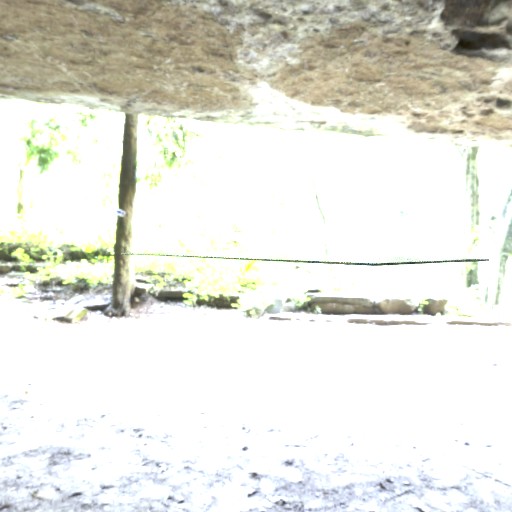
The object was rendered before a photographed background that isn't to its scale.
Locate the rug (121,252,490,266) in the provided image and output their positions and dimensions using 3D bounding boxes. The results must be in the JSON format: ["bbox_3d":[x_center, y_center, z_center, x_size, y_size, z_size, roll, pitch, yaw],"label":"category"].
[{"bbox_3d":[0.000,0.000,1.671,0.503,0.007,1.492,-1,2,-37],"label":"rug"}]
